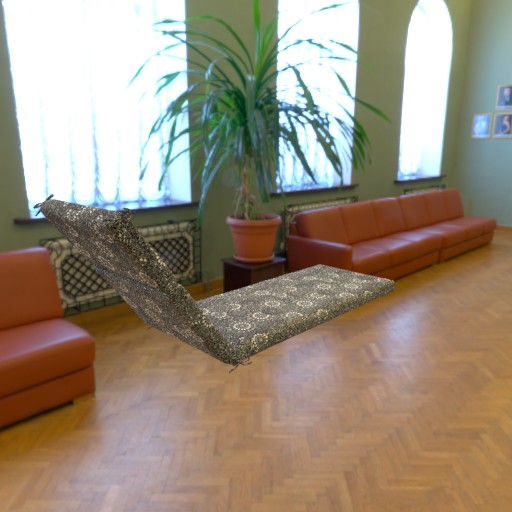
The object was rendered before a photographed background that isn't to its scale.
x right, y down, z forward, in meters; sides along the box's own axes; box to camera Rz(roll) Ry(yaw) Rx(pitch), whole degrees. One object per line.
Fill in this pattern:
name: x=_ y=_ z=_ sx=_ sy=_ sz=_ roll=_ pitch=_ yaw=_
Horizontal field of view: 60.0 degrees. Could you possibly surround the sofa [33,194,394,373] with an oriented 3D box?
sofa: x=0.000 y=0.000 z=1.972 sx=0.582 sy=0.622 sz=1.663 roll=13 pitch=19 yaw=43
